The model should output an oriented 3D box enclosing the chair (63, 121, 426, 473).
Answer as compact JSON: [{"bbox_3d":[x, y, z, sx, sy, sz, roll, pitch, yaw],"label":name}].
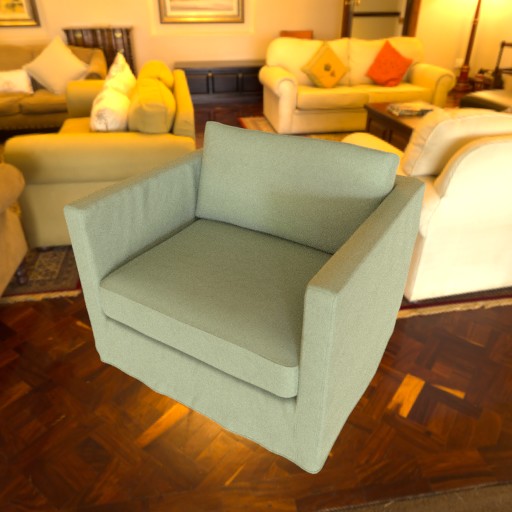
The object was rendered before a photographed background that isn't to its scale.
[{"bbox_3d":[0.000,0.000,1.774,1.057,0.863,0.949,17,35,27],"label":"chair"}]
